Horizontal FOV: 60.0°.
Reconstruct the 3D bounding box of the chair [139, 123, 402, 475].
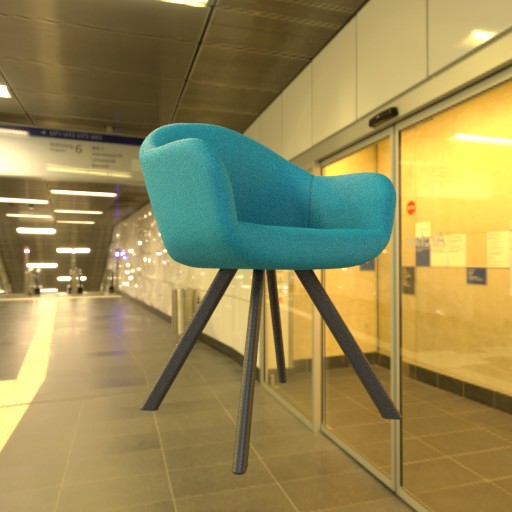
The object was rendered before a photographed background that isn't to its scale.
[{"bbox_3d":[0.000,0.000,1.162,0.590,0.795,0.550,1,-1,-37],"label":"chair"}]
